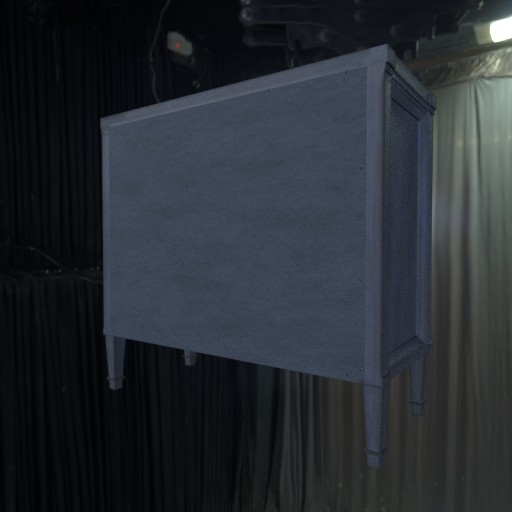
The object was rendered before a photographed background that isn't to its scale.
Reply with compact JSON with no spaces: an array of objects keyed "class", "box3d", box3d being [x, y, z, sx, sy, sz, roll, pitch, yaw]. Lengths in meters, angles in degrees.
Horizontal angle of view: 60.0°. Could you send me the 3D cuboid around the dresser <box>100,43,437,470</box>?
[{"class":"dresser","box3d":[0.000,0.000,1.502,1.049,0.986,0.463,1,2,35]}]
